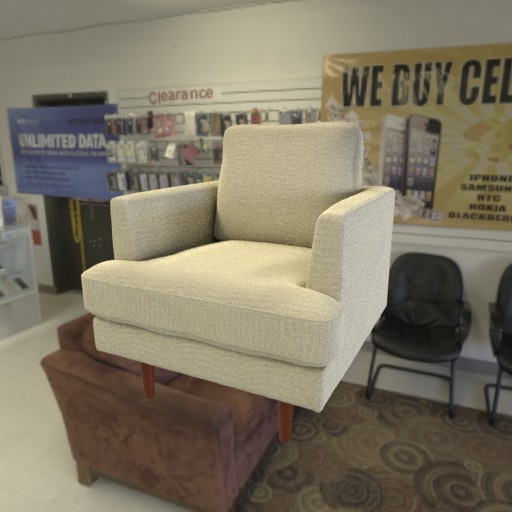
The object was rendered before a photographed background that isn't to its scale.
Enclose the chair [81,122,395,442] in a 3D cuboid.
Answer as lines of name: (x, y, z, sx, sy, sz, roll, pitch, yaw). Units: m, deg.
chair: (0.000, 0.000, 1.624, 0.858, 0.957, 0.899, 7, 16, 26)
